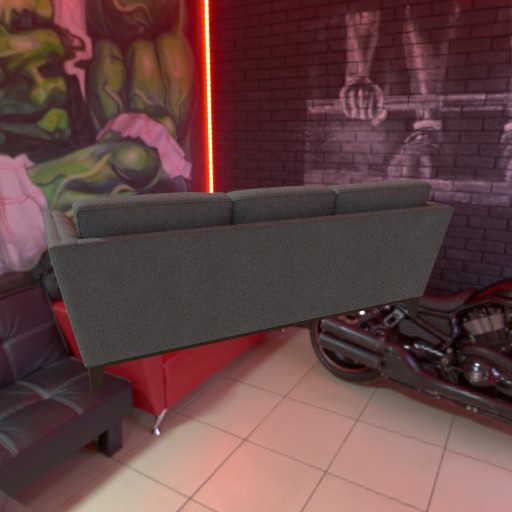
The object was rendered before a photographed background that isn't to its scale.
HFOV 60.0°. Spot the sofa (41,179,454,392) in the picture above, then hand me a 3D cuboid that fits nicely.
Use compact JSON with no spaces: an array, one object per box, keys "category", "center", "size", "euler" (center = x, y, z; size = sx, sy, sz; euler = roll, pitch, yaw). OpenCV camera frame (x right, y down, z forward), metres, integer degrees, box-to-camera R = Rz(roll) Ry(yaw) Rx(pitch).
[{"category":"sofa","center":[0.000,0.000,2.828],"size":[2.387,0.940,0.965],"euler":[-8,17,-26]}]
